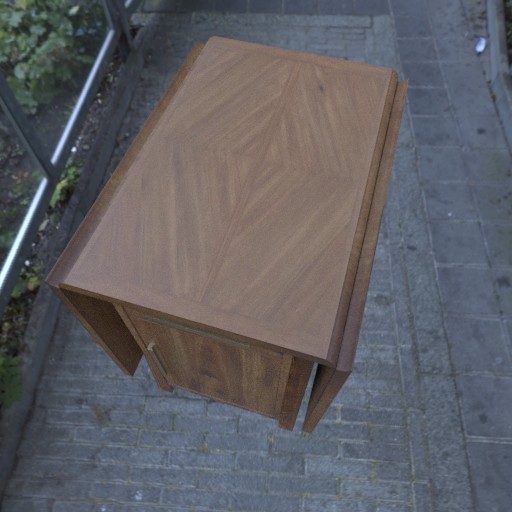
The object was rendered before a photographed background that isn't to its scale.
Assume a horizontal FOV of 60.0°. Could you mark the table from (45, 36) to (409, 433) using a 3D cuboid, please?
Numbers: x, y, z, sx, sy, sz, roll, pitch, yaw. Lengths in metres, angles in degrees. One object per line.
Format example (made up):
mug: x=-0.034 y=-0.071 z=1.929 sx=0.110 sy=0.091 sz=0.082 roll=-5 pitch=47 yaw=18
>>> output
table: x=0.000 y=0.000 z=1.586 sx=0.701 sy=0.981 sz=0.967 roll=15 pitch=59 yaw=9
